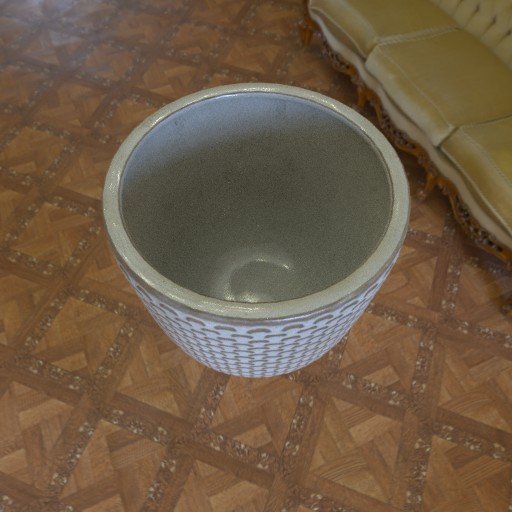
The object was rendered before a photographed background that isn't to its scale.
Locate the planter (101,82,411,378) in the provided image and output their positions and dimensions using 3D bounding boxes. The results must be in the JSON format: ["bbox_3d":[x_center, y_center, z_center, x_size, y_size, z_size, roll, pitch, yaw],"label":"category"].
[{"bbox_3d":[0.000,0.000,0.253,0.139,0.130,0.139,0,58,0],"label":"planter"}]
